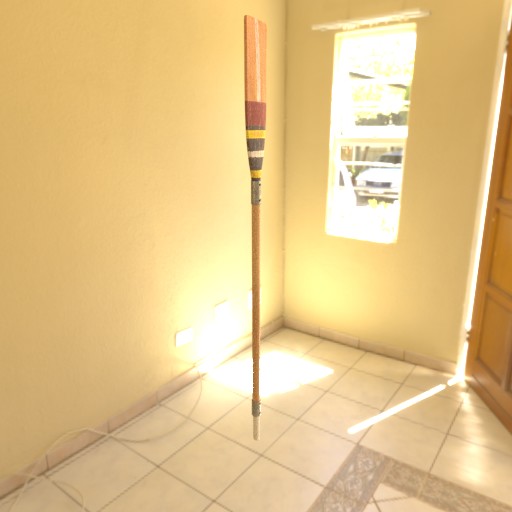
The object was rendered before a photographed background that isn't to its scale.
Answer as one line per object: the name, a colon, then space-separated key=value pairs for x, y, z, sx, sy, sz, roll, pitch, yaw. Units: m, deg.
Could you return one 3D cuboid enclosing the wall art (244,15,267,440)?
wall art: x=0.000 y=0.000 z=1.610 sx=0.038 sy=1.556 sz=0.146 roll=7 pitch=17 yaw=25
